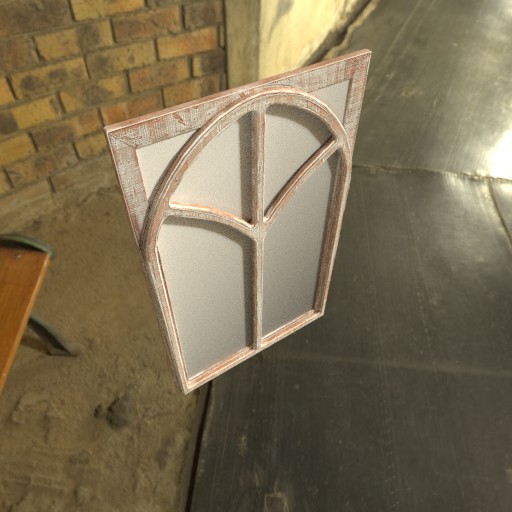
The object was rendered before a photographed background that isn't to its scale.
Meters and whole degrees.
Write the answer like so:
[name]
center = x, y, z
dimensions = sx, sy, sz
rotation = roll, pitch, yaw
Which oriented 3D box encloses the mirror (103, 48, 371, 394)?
[mirror]
center = 0.000, 0.000, 0.988
dimensions = 0.495, 0.787, 0.058
rotation = -25, 52, -22
